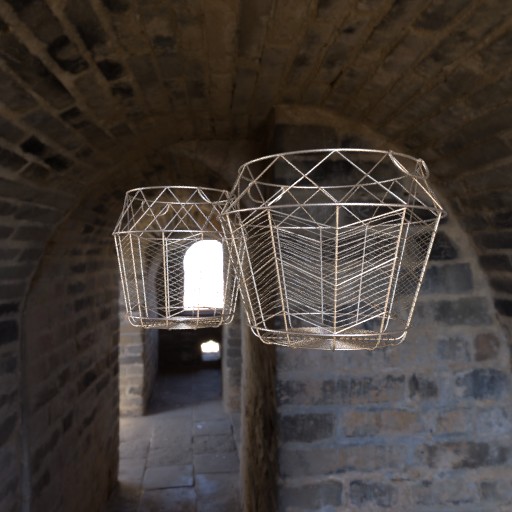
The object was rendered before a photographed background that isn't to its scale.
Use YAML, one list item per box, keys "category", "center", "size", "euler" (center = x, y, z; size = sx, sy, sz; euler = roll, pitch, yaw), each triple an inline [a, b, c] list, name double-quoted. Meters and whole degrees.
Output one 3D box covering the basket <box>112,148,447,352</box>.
- category: "basket"
  center: [0.000, 0.000, 1.006]
  size: [0.805, 0.343, 0.451]
  euler: [-1, -1, 35]
